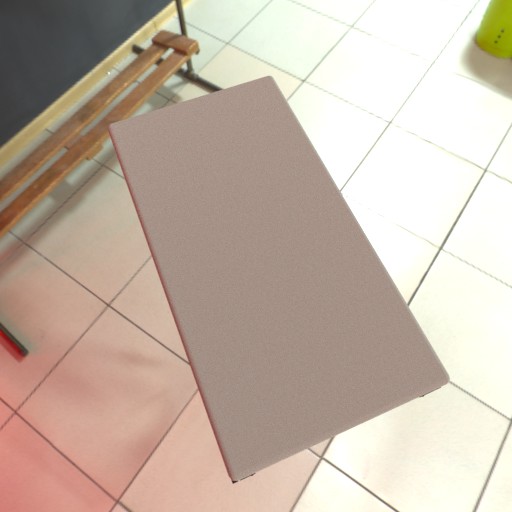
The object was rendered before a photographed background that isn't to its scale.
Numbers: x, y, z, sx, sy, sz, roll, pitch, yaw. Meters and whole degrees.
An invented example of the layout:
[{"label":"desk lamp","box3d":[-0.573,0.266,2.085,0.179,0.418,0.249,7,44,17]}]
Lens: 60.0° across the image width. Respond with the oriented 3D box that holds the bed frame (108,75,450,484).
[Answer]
[{"label":"bed frame","box3d":[0.000,0.000,3.234,1.393,0.680,2.635,-21,66,-9]}]
